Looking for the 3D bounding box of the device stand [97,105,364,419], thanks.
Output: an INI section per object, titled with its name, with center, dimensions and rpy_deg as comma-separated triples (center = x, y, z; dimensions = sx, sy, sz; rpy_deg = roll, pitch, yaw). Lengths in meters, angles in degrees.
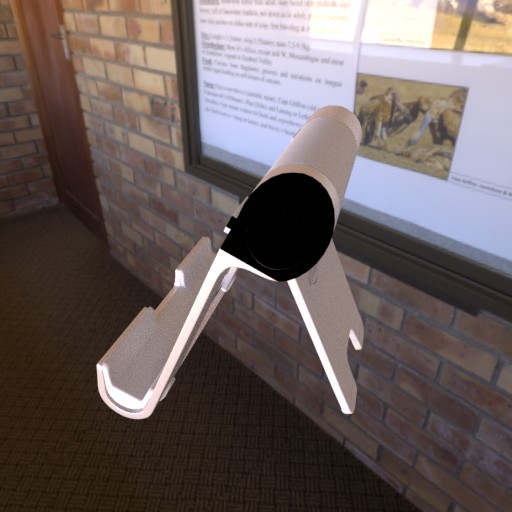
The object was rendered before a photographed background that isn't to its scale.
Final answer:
[device stand]
center = 0.000, 0.000, 0.150
dimensions = 0.079, 0.084, 0.086
rpy_deg = 8, 32, 14
